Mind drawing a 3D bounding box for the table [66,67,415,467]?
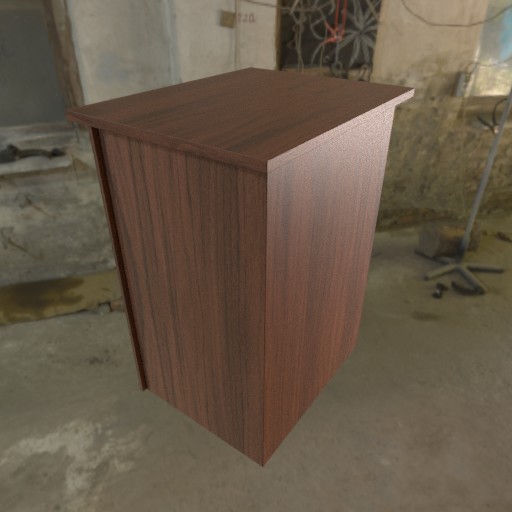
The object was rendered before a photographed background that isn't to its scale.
[{"bbox_3d":[0.000,0.000,0.924,0.381,0.636,0.480,21,38,30],"label":"table"}]
